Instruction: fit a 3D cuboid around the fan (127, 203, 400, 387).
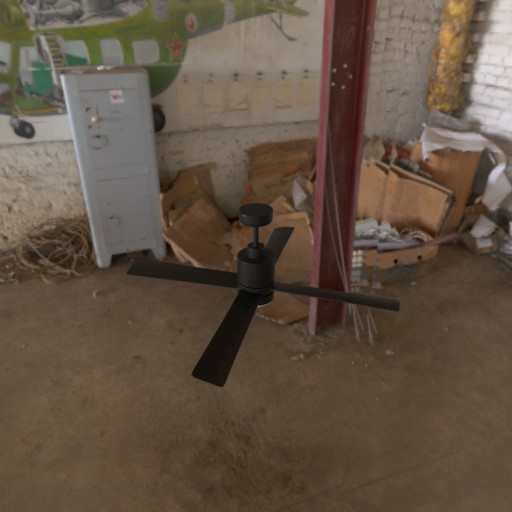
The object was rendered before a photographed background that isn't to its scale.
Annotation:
[{"bbox_3d":[0.000,0.000,2.356,1.525,0.534,1.525,8,30,14],"label":"fan"}]
